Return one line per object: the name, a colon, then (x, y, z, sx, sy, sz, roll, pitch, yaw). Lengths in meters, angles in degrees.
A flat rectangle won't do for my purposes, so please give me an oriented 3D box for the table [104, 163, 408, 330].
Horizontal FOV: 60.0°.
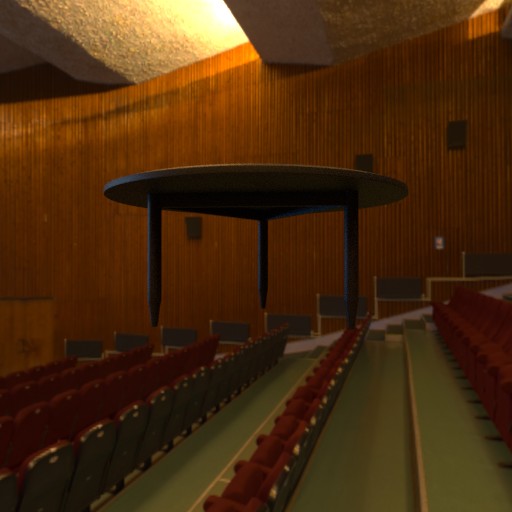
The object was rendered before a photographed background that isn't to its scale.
table: (0.000, 0.000, 1.383, 0.900, 0.400, 0.900, 0, 0, 0)
